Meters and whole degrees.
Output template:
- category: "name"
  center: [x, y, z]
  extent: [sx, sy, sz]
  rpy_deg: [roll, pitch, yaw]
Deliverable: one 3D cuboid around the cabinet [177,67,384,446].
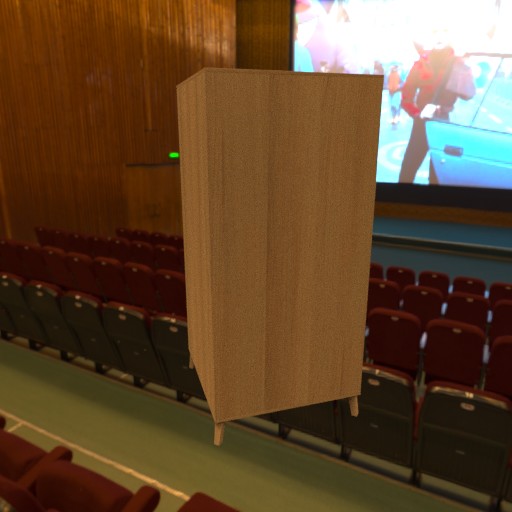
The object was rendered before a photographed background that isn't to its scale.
- category: "cabinet"
  center: [0.000, 0.000, 2.617]
  extent: [1.272, 1.957, 0.969]
  rpy_deg: [8, 18, 26]
